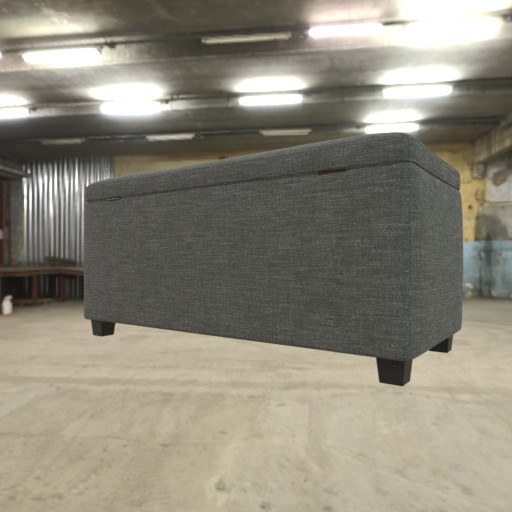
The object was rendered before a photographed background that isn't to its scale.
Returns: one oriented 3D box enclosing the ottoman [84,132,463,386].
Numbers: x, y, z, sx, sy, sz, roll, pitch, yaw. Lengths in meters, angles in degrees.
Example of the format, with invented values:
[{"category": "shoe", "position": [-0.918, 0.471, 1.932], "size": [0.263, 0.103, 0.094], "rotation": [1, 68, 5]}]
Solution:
[{"category": "ottoman", "position": [0.000, 0.000, 1.113], "size": [0.902, 0.432, 0.419], "rotation": [0, -1, 36]}]
